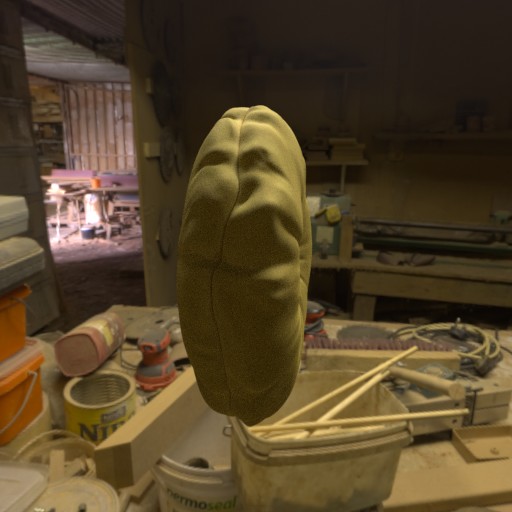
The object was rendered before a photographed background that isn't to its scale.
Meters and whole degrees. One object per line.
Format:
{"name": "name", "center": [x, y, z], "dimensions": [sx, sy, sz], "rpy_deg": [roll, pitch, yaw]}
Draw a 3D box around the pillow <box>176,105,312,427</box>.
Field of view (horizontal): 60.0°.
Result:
{"name": "pillow", "center": [0.000, 0.000, 0.633], "dimensions": [0.148, 0.407, 0.428], "rpy_deg": [2, 15, 9]}
